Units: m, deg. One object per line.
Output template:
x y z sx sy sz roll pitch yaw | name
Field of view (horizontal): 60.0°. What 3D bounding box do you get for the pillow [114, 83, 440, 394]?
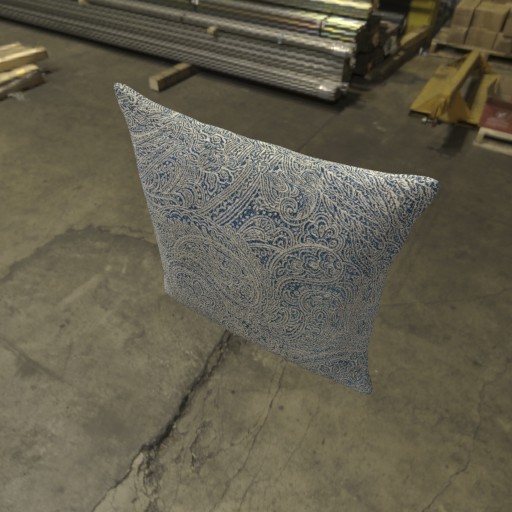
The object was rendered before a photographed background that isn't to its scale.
0.000 0.000 0.788 0.523 0.510 0.166 23 49 22 | pillow
